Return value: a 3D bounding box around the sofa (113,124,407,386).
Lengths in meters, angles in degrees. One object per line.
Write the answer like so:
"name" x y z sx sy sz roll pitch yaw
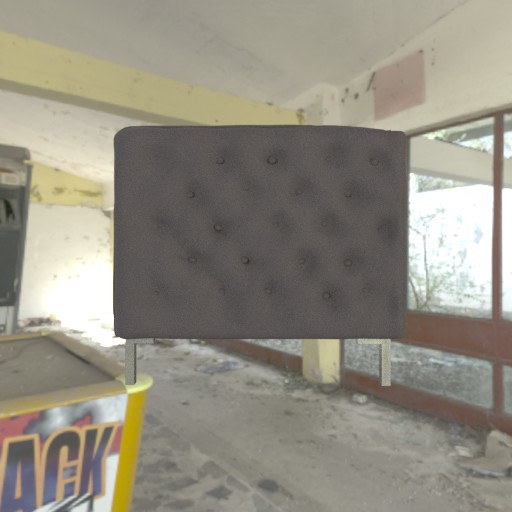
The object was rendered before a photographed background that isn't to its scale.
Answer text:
"sofa" 0.000 0.000 2.088 0.909 0.810 1.583 0 0 0
